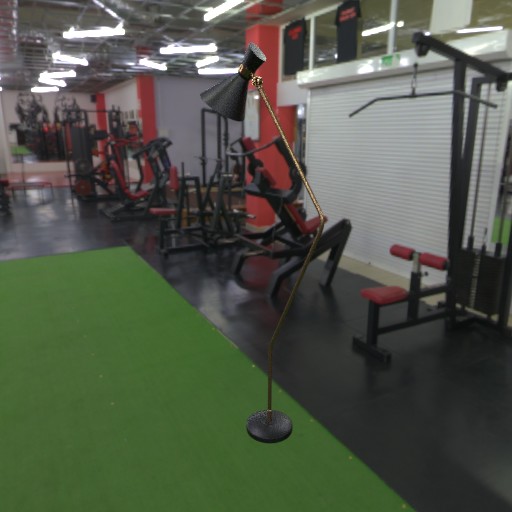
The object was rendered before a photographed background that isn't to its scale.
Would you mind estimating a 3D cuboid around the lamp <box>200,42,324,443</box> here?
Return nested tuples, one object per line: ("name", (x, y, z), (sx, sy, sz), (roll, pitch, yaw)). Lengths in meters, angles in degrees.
("lamp", (0.000, 0.000, 1.609), (0.277, 1.438, 0.467), (-7, 17, -25))
